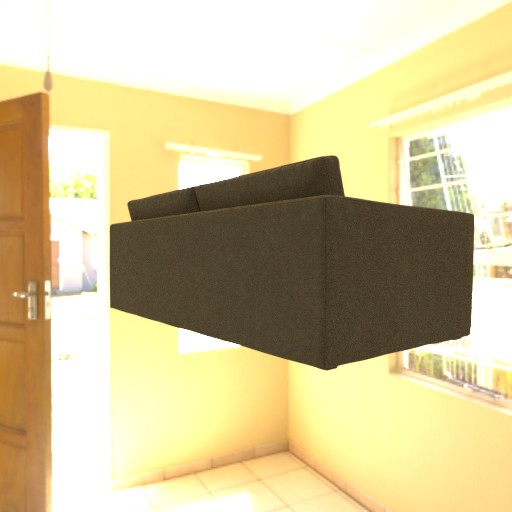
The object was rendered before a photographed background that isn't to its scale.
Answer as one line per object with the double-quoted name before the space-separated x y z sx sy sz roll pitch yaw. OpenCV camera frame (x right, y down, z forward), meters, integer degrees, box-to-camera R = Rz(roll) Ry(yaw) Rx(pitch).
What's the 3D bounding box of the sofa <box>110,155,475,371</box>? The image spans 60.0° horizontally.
"sofa" 0.000 0.000 2.791 1.092 0.838 2.257 -1 1 -38
